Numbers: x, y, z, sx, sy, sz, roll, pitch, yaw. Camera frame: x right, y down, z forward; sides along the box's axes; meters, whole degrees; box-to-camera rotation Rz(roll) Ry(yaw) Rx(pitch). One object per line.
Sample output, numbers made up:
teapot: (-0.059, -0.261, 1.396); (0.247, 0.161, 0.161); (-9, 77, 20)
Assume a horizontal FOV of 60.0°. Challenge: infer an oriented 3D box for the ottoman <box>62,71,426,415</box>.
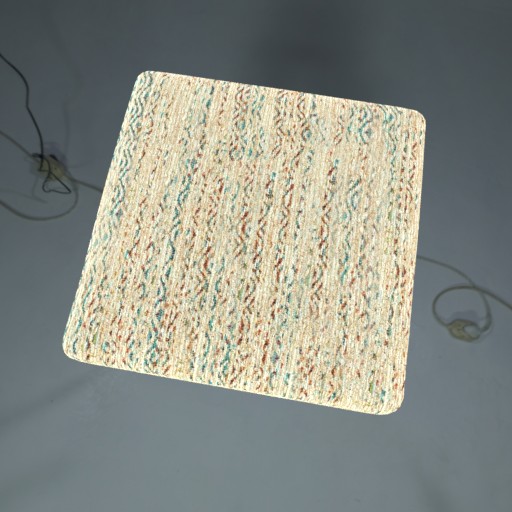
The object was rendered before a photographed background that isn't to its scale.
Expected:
ottoman: (0.000, 0.000, 0.889); (0.521, 0.453, 0.512); (9, 75, 2)
